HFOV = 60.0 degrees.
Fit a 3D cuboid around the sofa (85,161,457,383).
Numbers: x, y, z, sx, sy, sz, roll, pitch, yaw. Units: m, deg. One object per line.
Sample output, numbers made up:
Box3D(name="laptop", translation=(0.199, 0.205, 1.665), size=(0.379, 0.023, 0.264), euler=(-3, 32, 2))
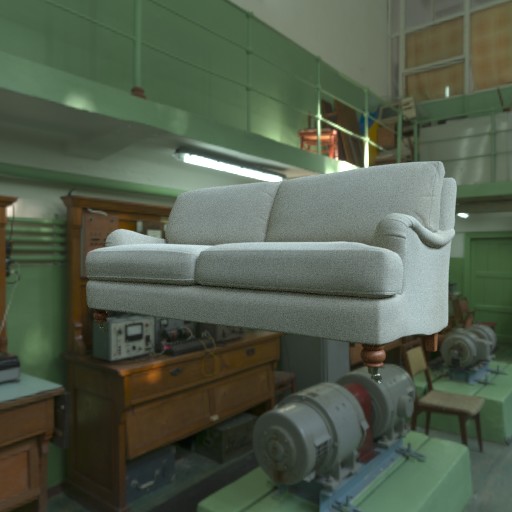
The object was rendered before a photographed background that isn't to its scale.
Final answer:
Box3D(name="sofa", translation=(0.000, 0.000, 2.659), size=(2.070, 0.997, 1.091), euler=(0, 0, 38))
